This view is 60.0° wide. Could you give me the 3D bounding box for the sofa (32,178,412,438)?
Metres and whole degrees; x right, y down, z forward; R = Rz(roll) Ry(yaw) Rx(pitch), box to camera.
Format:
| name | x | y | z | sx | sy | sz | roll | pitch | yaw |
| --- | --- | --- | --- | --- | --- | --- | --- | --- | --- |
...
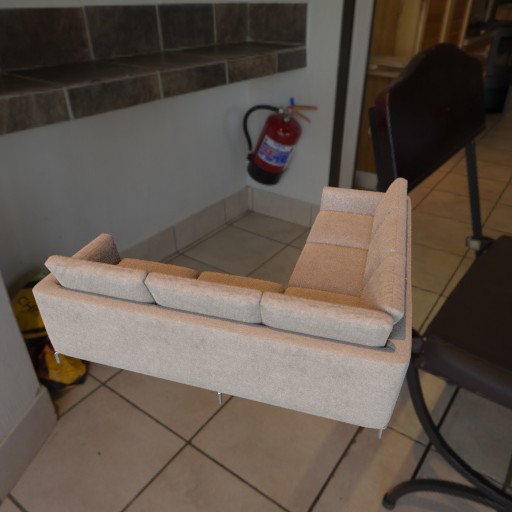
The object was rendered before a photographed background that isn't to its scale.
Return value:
| name | x | y | z | sx | sy | sz | roll | pitch | yaw |
| --- | --- | --- | --- | --- | --- | --- | --- | --- | --- |
| sofa | 0.000 | 0.000 | 3.715 | 2.438 | 0.864 | 2.438 | 9 | 32 | 14 |
